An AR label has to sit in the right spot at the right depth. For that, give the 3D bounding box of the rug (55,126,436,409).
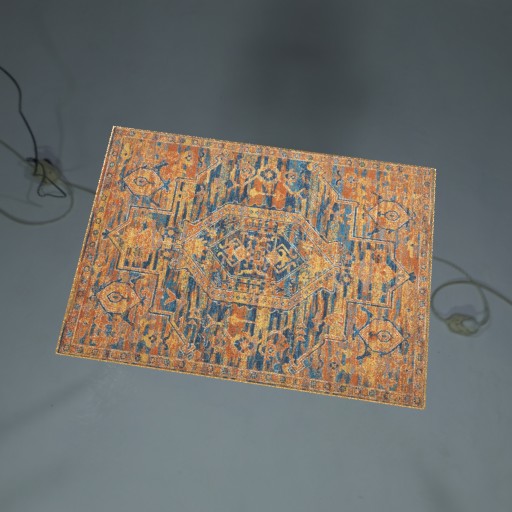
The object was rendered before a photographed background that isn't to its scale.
[{"bbox_3d":[0.000,0.000,3.711,2.916,0.019,2.043,8,75,2],"label":"rug"}]
